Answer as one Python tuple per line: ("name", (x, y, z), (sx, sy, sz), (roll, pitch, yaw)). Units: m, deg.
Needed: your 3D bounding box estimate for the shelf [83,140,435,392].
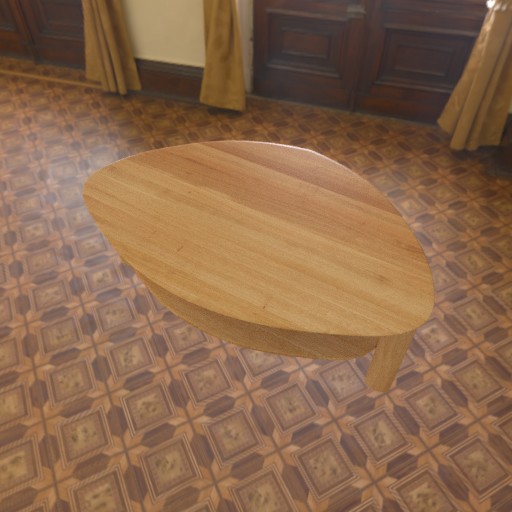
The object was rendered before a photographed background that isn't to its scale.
("shelf", (0.000, 0.000, 1.643), (1.246, 0.440, 0.845), (23, 51, 21))
